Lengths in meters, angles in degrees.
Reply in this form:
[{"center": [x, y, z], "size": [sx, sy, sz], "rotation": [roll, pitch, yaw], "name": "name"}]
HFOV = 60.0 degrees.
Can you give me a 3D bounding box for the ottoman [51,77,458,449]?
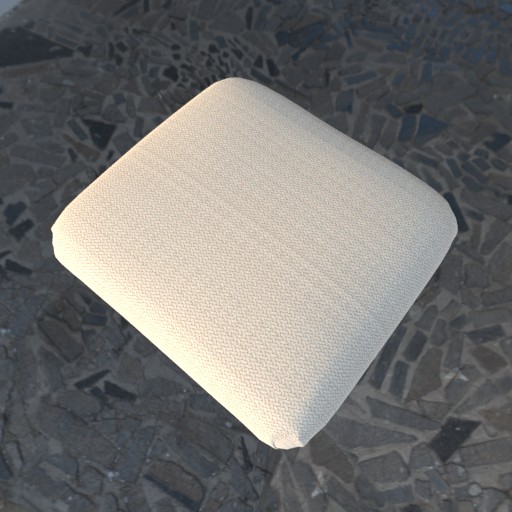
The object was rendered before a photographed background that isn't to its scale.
[{"center": [0.000, 0.000, 1.047], "size": [0.684, 0.447, 0.622], "rotation": [36, 69, 16], "name": "ottoman"}]
